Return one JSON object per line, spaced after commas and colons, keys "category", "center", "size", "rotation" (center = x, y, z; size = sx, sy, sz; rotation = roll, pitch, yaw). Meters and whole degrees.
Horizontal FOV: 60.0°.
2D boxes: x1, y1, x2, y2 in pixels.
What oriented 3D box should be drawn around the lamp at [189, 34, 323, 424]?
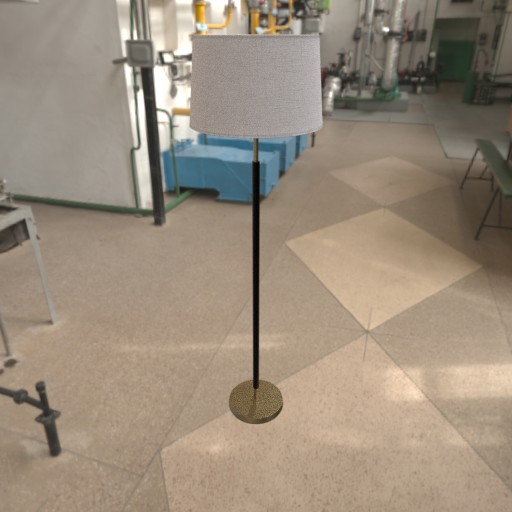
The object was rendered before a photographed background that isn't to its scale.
{"category": "lamp", "center": [0.000, 0.000, 1.620], "size": [0.420, 1.447, 0.420], "rotation": [0, 27, 0]}
